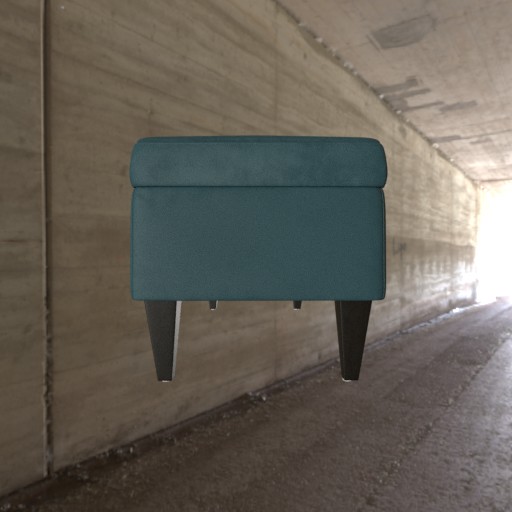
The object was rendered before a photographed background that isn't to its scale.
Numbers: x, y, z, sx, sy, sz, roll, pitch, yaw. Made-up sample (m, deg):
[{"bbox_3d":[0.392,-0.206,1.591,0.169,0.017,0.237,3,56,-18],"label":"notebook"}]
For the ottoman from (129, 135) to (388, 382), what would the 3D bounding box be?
[{"bbox_3d":[0.000,0.000,1.370,0.482,0.469,1.151,0,1,0],"label":"ottoman"}]
